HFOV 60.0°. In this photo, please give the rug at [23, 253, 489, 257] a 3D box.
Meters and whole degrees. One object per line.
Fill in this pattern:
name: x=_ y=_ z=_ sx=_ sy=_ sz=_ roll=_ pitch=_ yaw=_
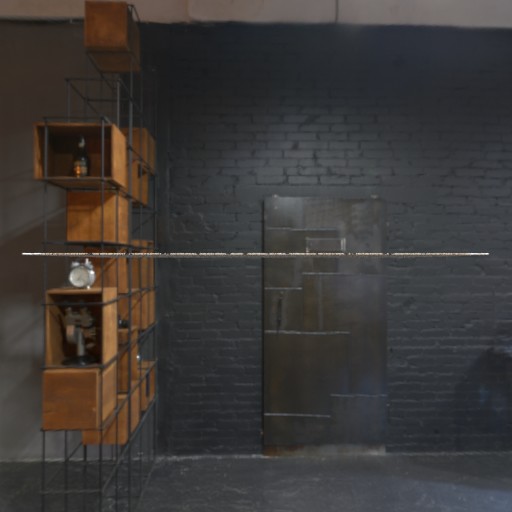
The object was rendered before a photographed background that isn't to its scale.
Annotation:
rug: x=0.000 y=0.000 z=2.492 sx=2.006 sy=0.008 sz=1.196 roll=0 pitch=-1 yaw=0
